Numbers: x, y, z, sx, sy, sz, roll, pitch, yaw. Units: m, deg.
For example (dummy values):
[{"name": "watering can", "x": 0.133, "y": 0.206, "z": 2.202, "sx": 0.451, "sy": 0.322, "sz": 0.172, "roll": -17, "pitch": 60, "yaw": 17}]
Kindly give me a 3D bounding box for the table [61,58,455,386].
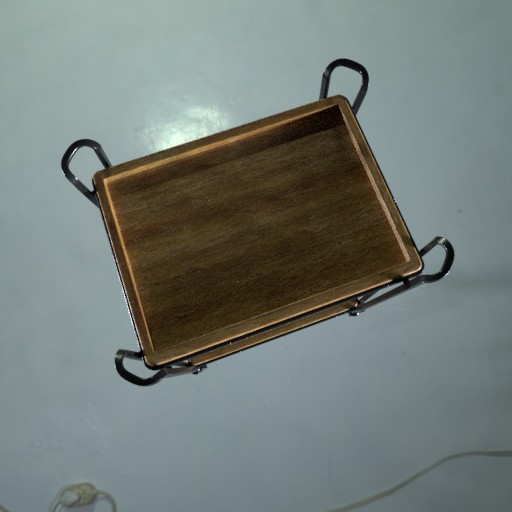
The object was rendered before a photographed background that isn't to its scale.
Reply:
[{"name": "table", "x": 0.000, "y": 0.000, "z": 1.233, "sx": 0.672, "sy": 0.785, "sz": 0.505, "roll": -19, "pitch": 76, "yaw": -5}]
